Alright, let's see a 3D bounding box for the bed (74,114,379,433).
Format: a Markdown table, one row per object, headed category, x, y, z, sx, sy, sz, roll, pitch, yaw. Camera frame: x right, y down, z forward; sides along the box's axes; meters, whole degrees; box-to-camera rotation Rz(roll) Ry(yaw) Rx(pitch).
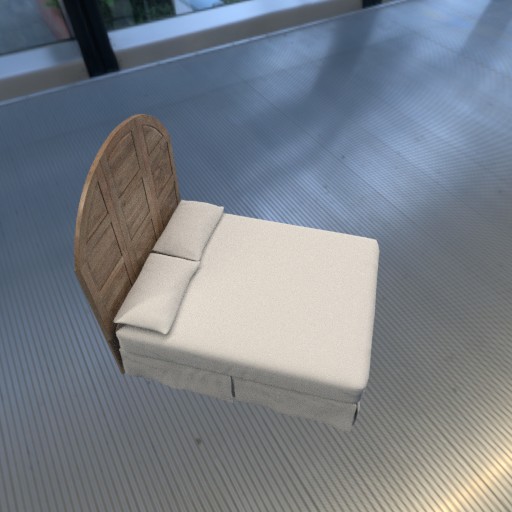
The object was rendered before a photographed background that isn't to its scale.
| category | x | y | z | sx | sy | sz | roll | pitch | yaw |
| --- | --- | --- | --- | --- | --- | --- | --- | --- | --- |
| bed | 0.000 | 0.000 | 3.635 | 2.112 | 2.002 | 1.713 | 10 | 48 | 10 |
